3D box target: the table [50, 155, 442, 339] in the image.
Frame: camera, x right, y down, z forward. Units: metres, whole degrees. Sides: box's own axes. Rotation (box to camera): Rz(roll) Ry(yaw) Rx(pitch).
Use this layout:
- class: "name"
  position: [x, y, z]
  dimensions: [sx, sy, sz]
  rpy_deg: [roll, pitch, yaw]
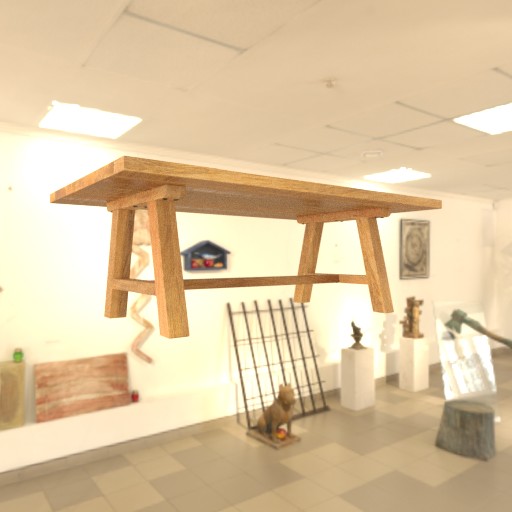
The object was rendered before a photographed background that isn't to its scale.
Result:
- class: "table"
  position: [0.000, 0.000, 1.713]
  dimensions: [1.320, 0.455, 0.760]
  rpy_deg: [0, 0, -37]
